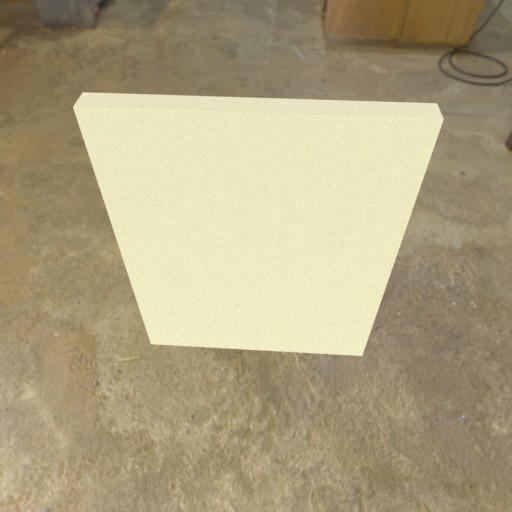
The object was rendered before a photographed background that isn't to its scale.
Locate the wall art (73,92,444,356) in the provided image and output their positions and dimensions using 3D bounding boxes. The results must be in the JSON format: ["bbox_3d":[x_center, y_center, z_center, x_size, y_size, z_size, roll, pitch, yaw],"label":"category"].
[{"bbox_3d":[0.000,0.000,0.754,0.451,0.553,0.039,3,47,2],"label":"wall art"}]
